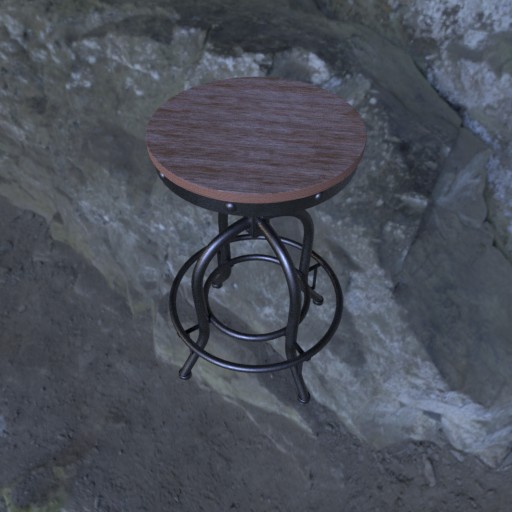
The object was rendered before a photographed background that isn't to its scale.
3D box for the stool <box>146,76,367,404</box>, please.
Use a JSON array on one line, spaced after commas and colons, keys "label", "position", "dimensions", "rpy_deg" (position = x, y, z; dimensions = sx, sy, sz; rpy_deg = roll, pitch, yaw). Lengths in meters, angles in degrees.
[{"label": "stool", "position": [0.000, 0.000, 0.930], "dimensions": [0.439, 0.609, 0.439], "rpy_deg": [-25, 52, -22]}]
